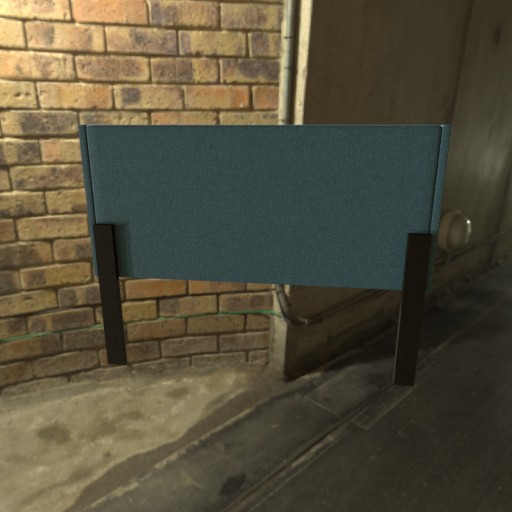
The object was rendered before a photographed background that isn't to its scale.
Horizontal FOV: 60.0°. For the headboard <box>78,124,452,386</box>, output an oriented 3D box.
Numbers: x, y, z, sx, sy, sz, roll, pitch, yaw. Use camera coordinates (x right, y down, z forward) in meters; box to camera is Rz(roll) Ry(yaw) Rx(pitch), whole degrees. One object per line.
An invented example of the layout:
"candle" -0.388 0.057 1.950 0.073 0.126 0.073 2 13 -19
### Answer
"headboard" 0.000 0.000 2.683 2.051 1.524 0.184 2 17 7
